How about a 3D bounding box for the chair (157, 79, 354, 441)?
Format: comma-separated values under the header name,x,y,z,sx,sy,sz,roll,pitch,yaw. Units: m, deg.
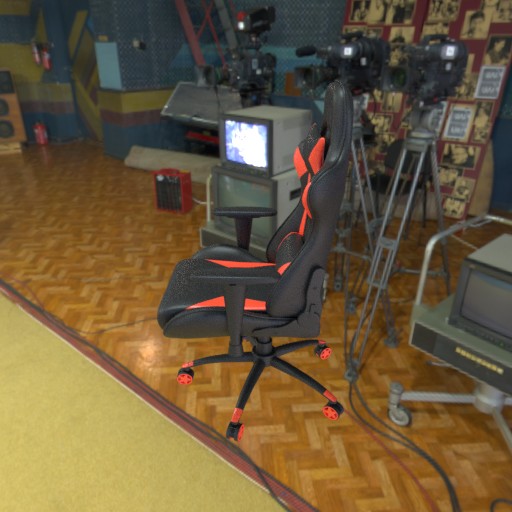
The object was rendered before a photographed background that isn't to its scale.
name,x,y,z,sx,sy,sz,roll,pitch,yaw
chair,0.000,0.000,1.733,0.730,1.282,0.695,1,26,1
